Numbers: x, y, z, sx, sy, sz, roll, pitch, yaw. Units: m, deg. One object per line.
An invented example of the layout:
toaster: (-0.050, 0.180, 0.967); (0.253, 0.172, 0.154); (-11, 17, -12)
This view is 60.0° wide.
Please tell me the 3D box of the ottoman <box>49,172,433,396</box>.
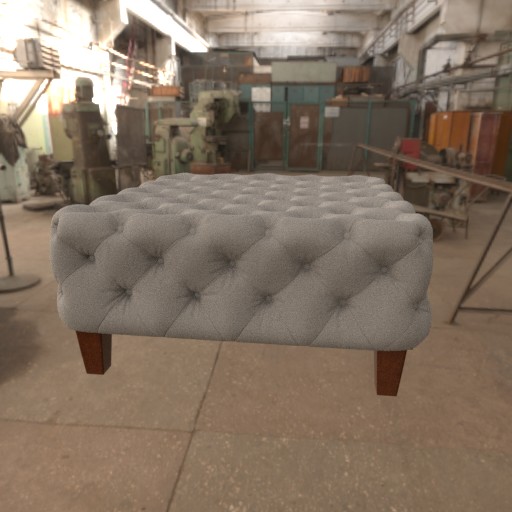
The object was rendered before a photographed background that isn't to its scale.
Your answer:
ottoman: (0.000, 0.000, 1.422); (0.911, 0.439, 0.917); (2, 17, 7)
